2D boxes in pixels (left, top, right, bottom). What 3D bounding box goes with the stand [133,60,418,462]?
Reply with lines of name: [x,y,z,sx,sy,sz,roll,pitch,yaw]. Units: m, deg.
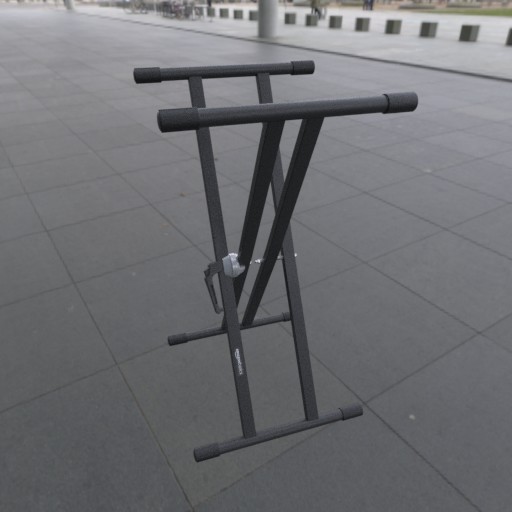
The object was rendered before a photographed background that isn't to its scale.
stand: [0.000,0.000,1.196,0.495,0.900,0.503,-9,32,-15]
